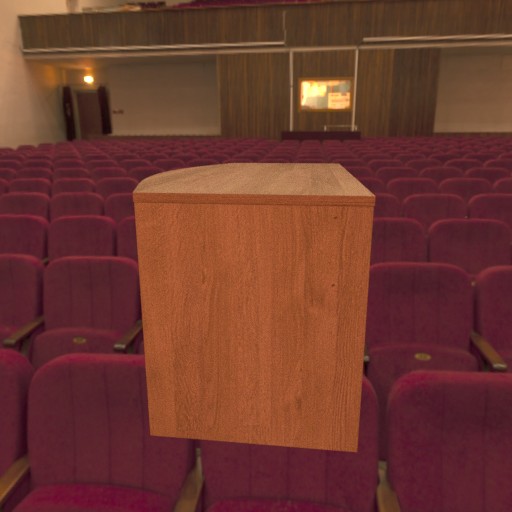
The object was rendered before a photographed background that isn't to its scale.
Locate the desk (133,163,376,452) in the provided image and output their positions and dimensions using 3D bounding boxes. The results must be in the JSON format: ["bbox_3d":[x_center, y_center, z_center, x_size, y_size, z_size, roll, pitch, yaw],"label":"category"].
[{"bbox_3d":[0.000,0.000,2.022,0.802,0.752,1.600,2,15,7],"label":"desk"}]
